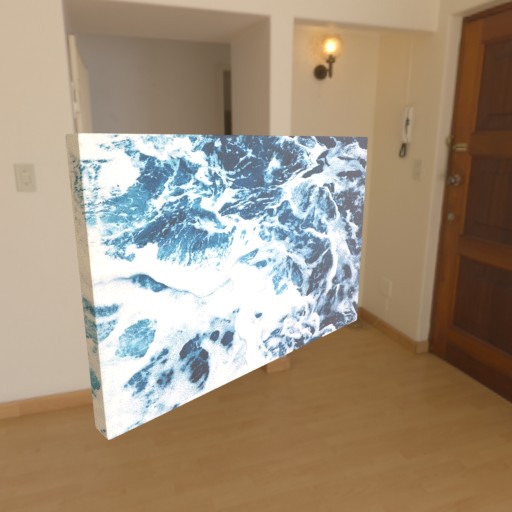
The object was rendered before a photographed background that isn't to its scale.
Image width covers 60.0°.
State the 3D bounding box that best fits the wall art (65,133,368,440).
[{"bbox_3d":[0.000,0.000,0.776,0.609,0.407,0.043,-14,20,-43],"label":"wall art"}]
